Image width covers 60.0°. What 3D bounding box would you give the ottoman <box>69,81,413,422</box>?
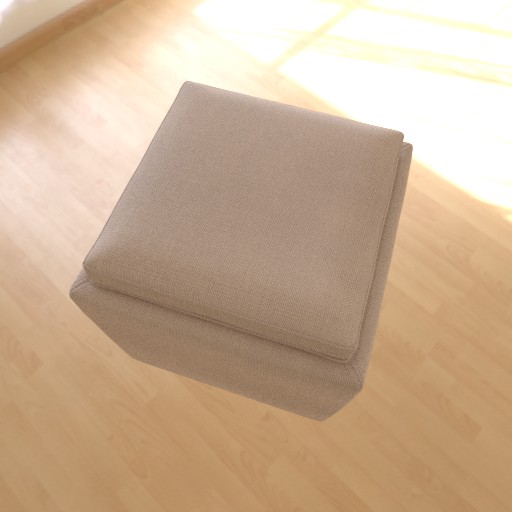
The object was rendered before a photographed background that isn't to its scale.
[{"bbox_3d":[0.000,0.000,0.837,0.451,0.460,0.450,16,64,8],"label":"ottoman"}]
